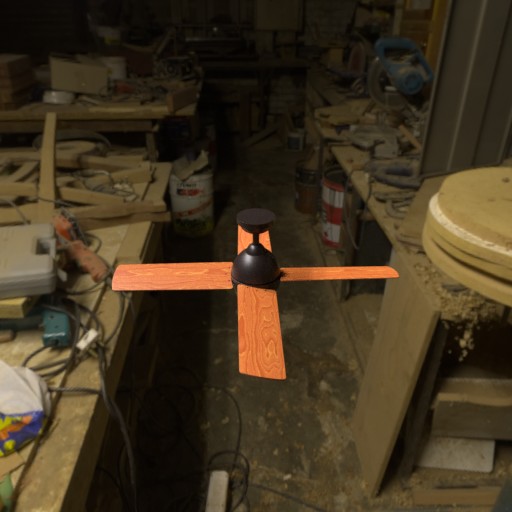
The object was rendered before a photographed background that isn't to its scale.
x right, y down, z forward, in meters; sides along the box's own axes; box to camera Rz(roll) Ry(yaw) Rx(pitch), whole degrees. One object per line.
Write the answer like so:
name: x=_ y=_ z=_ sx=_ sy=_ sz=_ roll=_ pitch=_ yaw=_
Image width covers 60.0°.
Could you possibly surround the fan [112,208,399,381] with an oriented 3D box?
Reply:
fan: x=0.000 y=0.000 z=2.042 sx=1.332 sy=0.403 sz=1.332 roll=-1 pitch=30 yaw=-2
